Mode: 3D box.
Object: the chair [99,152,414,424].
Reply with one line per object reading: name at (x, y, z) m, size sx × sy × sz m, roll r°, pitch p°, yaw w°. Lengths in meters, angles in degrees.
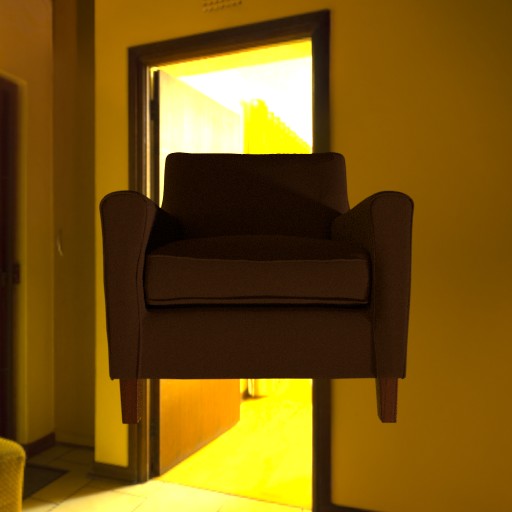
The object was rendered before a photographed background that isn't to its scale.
chair at (0.000, 0.000, 1.579) m, size 0.836 × 0.911 × 0.831 m, roll 0°, pitch 0°, yaw -1°
